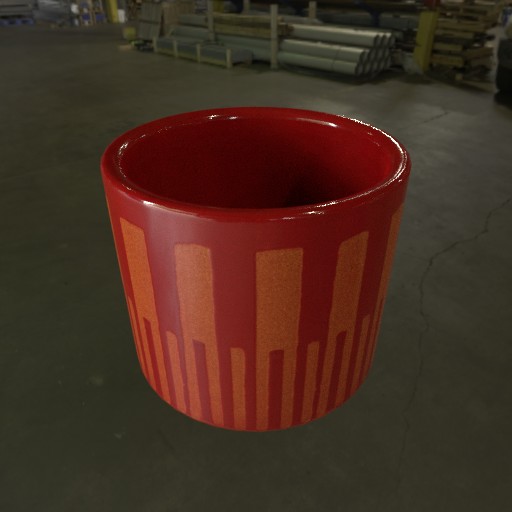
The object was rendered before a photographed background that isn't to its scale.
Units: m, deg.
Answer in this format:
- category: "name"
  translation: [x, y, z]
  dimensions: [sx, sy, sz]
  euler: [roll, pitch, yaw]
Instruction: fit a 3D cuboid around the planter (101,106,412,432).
- category: "planter"
  translation: [0.000, 0.000, 0.393]
  dimensions: [0.230, 0.202, 0.230]
  euler: [0, 33, 0]
